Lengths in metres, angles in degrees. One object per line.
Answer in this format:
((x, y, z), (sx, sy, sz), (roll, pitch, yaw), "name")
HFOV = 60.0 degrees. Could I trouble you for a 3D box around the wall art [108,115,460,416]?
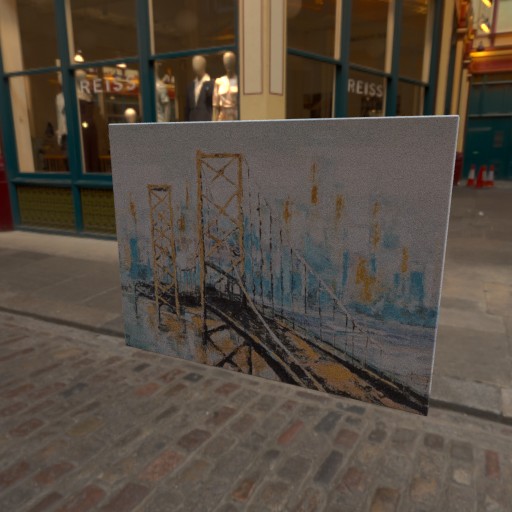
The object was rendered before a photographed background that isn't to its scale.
((0.000, 0.000, 1.302), (1.016, 0.762, 0.038), (6, 15, 24), "wall art")
